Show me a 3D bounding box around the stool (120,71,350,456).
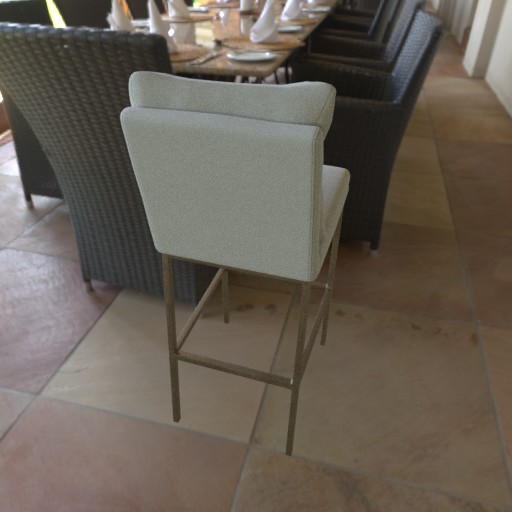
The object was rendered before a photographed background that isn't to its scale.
[{"bbox_3d":[0.000,0.000,1.365,0.463,1.125,0.572,10,36,14],"label":"stool"}]
